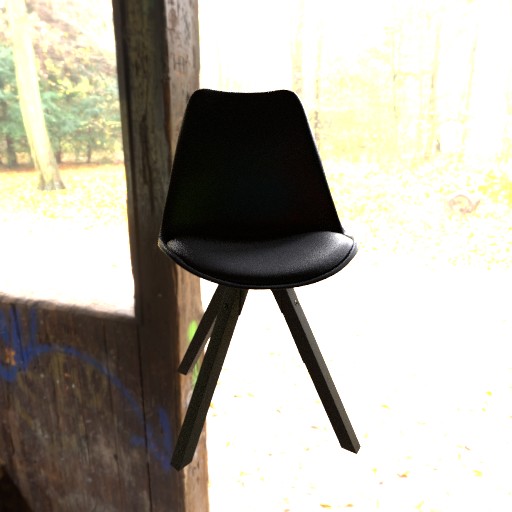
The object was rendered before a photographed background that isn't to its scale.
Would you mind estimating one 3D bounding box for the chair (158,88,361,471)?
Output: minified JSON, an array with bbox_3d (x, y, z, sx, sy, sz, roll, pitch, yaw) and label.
[{"bbox_3d":[0.000,0.000,1.137,0.485,0.850,0.530,-2,16,-7],"label":"chair"}]
